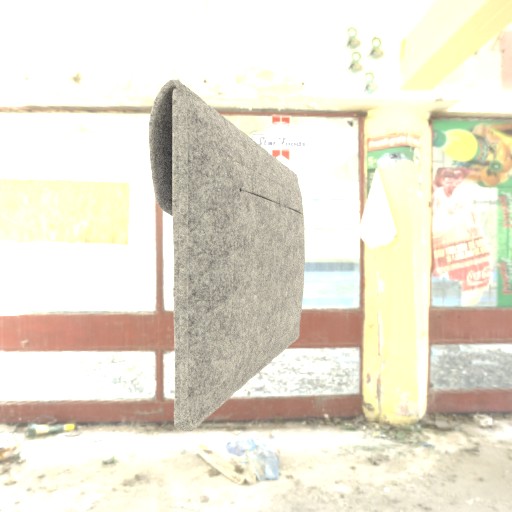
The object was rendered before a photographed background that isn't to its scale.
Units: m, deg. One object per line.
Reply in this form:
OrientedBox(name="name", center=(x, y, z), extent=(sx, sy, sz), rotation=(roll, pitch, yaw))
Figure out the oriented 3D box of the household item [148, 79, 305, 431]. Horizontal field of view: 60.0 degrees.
OrientedBox(name="household item", center=(0.000, 0.000, 0.433), extent=(0.057, 0.221, 0.335), rotation=(0, 0, 18))
